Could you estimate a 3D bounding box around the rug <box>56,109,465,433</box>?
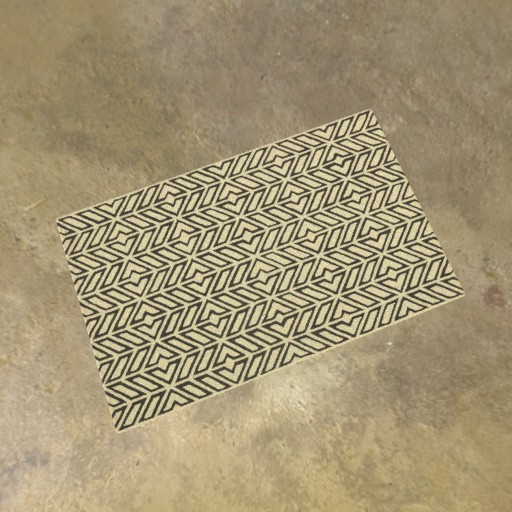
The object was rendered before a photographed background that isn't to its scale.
[{"bbox_3d":[0.000,0.000,3.048,2.438,0.008,1.523,-20,76,-5],"label":"rug"}]
